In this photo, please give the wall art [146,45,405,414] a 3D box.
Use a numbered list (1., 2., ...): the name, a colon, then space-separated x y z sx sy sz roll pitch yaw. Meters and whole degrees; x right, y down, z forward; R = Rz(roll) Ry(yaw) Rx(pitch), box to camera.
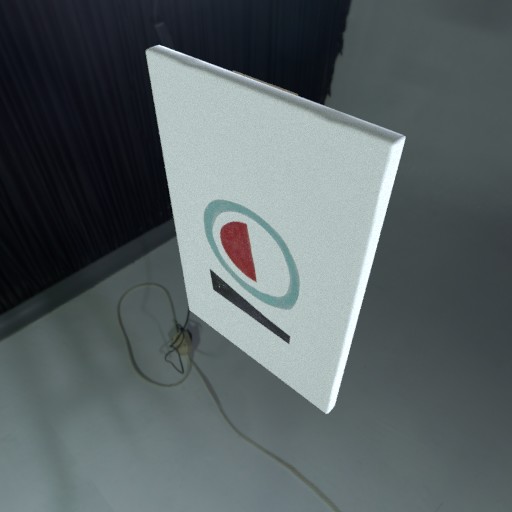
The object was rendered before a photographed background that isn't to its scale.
1. wall art: 0.000 0.000 1.149 0.602 0.902 0.048 32 53 28
